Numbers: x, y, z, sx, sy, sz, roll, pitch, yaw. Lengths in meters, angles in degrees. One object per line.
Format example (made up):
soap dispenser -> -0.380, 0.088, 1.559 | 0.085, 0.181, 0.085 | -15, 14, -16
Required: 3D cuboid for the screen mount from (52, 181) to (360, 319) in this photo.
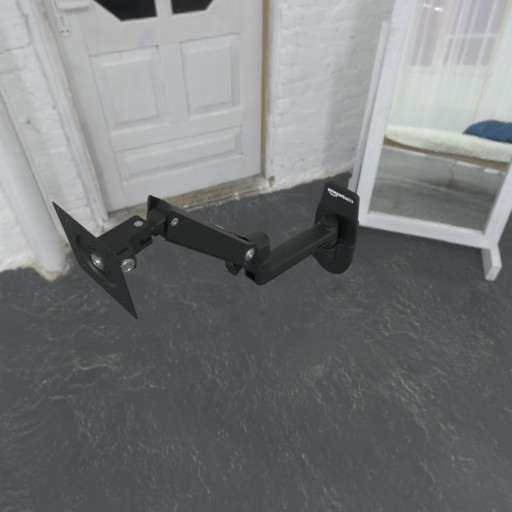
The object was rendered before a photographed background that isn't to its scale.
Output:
screen mount -> 0.000, 0.000, 0.721 | 0.115, 0.466, 0.495 | 34, 55, 28
